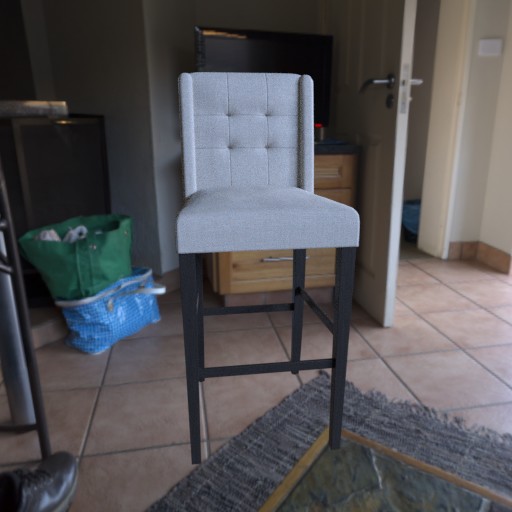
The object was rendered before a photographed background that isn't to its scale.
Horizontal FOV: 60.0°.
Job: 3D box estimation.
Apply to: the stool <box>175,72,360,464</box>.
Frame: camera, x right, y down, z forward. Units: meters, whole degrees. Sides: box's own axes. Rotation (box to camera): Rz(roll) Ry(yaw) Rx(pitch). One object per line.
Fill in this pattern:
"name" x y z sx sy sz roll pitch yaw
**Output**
"stool" 0.000 0.000 1.392 0.474 1.116 0.509 -2 17 -8
